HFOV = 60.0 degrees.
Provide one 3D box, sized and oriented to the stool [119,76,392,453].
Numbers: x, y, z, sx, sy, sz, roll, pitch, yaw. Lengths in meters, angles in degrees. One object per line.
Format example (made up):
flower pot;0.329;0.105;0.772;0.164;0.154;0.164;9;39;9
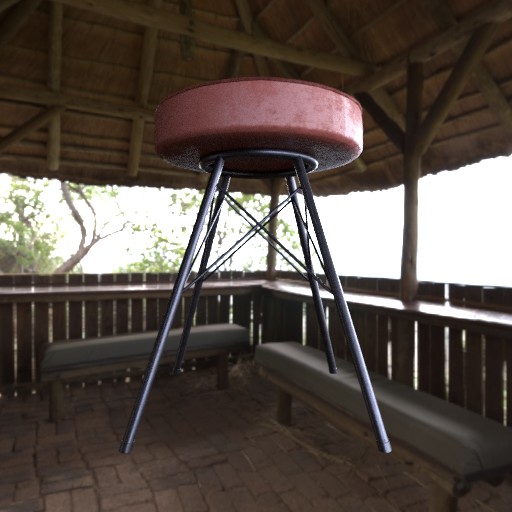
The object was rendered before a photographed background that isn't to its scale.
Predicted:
stool;0.000;0.000;0.896;0.421;0.593;0.457;0;0;0
